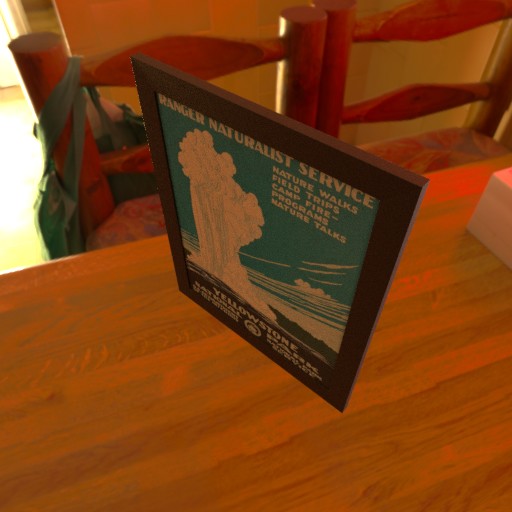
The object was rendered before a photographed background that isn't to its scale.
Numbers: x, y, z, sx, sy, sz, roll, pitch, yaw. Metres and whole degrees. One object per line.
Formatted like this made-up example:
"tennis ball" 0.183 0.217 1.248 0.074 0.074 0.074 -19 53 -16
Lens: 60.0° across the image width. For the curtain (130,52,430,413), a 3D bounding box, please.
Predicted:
"curtain" 0.000 0.000 0.795 0.483 0.585 0.027 32 56 26
